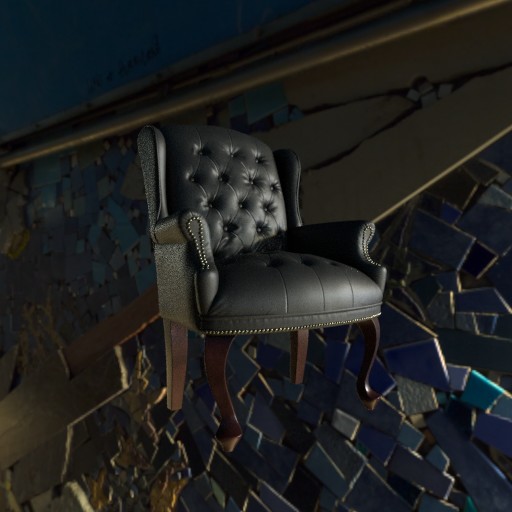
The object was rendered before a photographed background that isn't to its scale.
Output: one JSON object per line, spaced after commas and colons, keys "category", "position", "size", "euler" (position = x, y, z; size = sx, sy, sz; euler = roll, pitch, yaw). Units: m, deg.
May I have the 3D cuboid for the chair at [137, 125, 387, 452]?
{"category": "chair", "position": [0.000, 0.000, 1.689], "size": [0.838, 1.111, 0.762], "euler": [0, 0, -34]}
